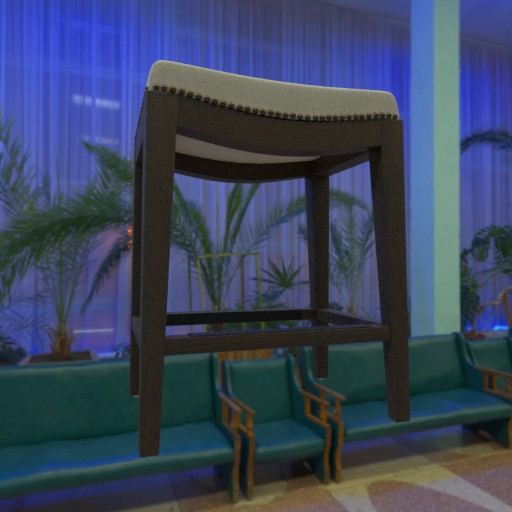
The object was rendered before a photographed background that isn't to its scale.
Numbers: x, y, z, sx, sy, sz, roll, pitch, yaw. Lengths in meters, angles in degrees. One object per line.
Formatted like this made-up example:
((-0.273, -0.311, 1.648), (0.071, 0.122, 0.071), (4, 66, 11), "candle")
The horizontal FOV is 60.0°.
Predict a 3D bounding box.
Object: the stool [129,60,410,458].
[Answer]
((0.000, 0.000, 0.939), (0.500, 0.642, 0.361), (0, -1, -18), "stool")
